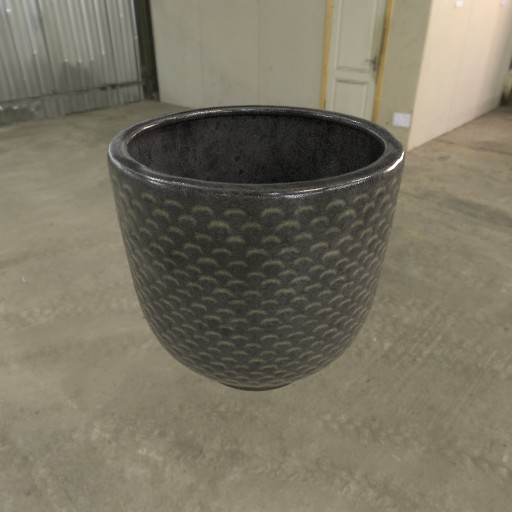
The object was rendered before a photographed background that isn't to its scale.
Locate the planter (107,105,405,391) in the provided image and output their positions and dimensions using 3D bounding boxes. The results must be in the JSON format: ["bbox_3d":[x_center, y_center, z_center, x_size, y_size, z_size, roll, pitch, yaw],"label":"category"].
[{"bbox_3d":[0.000,0.000,0.349,0.197,0.191,0.197,0,31,0],"label":"planter"}]
